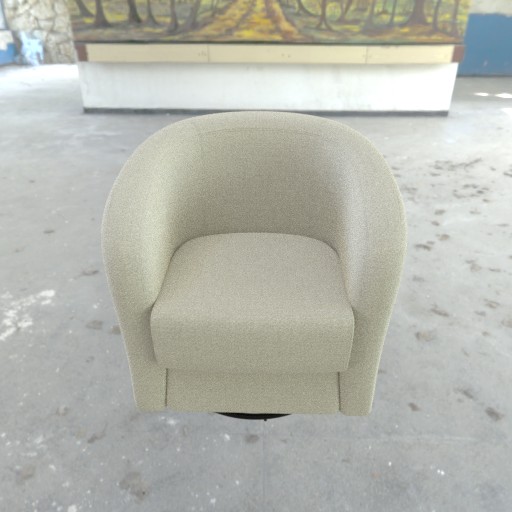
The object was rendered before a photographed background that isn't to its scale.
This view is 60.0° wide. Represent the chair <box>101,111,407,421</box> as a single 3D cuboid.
[{"bbox_3d":[0.000,0.000,1.437,0.791,0.771,0.815,1,29,1],"label":"chair"}]
